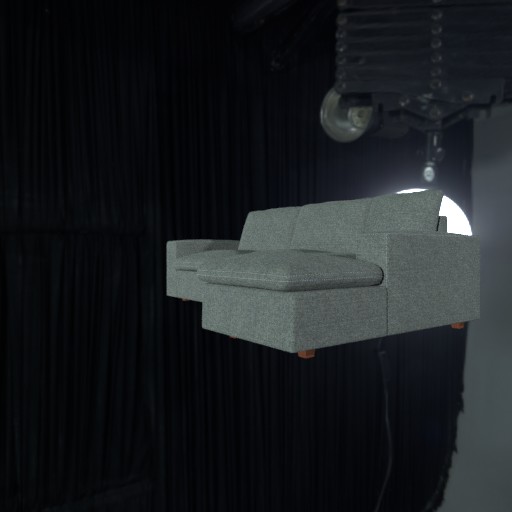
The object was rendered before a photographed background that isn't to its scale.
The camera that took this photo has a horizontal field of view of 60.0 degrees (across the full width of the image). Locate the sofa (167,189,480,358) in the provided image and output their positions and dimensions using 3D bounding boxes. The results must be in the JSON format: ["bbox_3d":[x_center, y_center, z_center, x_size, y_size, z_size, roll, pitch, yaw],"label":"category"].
[{"bbox_3d":[0.000,0.000,3.519,1.689,0.940,2.718,0,1,-37],"label":"sofa"}]
